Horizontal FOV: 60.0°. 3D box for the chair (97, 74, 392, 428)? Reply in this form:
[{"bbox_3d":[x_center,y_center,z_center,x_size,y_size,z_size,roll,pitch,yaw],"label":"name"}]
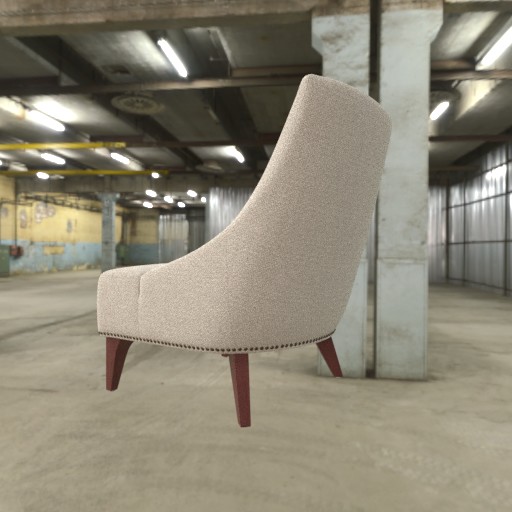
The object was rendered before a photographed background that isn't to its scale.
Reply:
[{"bbox_3d":[0.000,0.000,1.516,0.861,0.909,0.701,0,0,35],"label":"chair"}]
